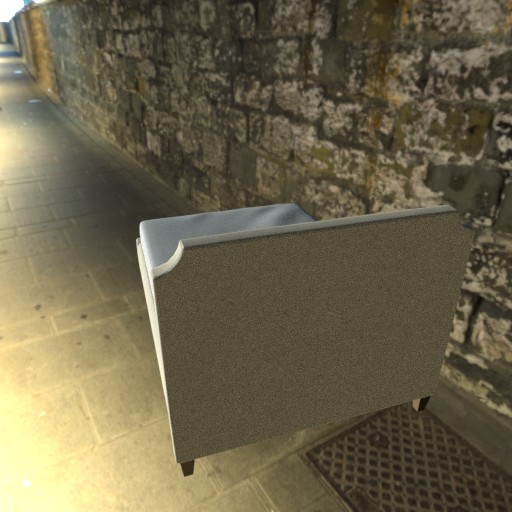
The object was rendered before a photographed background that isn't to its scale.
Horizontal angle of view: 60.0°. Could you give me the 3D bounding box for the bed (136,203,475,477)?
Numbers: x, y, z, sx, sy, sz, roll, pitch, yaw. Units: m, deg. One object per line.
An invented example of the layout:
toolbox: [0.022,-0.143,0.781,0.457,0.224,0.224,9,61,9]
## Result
bed: [0.000,0.000,3.416,1.713,1.457,2.381,-8,28,-16]
